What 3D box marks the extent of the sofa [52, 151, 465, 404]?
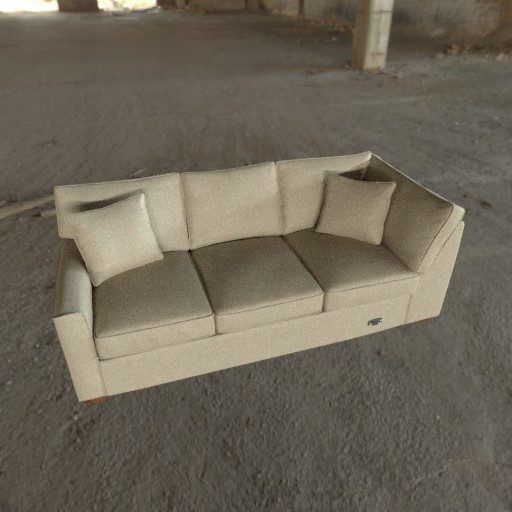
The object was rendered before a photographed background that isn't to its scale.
[{"bbox_3d":[0.000,0.000,2.830,2.317,0.962,1.061,-10,33,-15],"label":"sofa"}]
